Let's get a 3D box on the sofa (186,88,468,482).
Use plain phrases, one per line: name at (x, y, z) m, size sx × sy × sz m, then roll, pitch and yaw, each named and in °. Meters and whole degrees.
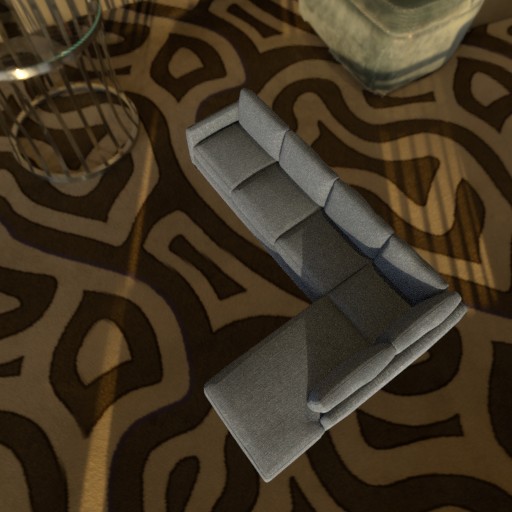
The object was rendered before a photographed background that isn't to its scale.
sofa at (0.000, 0.000, 3.878) m, size 2.007 × 0.815 × 2.949 m, roll -33°, pitch 67°, yaw -16°
